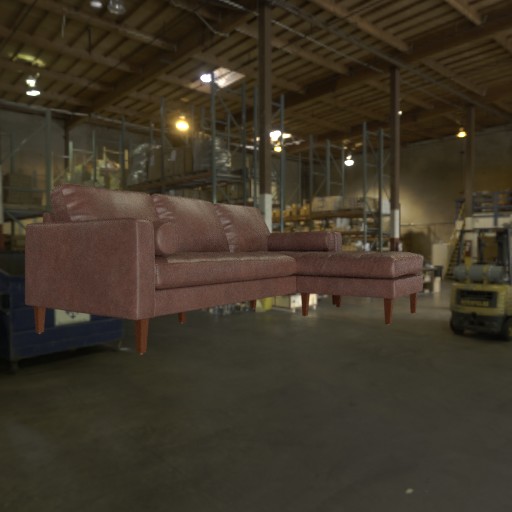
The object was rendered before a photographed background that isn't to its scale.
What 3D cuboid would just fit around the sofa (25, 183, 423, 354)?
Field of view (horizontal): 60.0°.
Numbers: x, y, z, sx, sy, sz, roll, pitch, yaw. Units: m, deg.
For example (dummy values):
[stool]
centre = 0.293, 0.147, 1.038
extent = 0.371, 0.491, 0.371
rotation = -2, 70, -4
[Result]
[sofa]
centre = 0.000, 0.000, 2.856
extent = 1.613, 0.841, 2.185
rotation = 1, 1, 35
